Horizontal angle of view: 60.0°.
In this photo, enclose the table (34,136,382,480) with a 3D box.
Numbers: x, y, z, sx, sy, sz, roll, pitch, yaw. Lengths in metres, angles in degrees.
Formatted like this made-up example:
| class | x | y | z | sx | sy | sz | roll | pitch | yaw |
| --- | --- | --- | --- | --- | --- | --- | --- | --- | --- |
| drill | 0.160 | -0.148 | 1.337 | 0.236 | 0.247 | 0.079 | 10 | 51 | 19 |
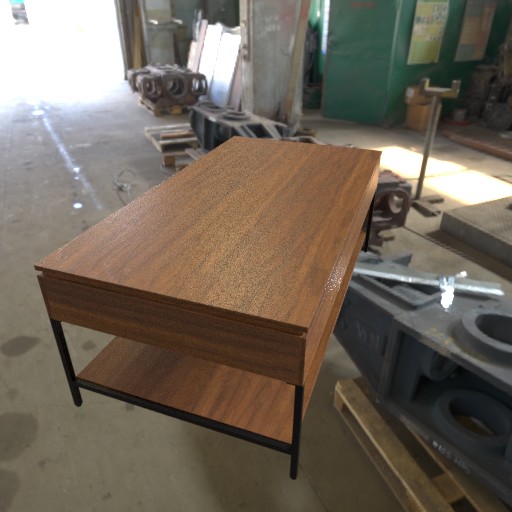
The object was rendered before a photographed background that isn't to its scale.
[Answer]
| class | x | y | z | sx | sy | sz | roll | pitch | yaw |
| --- | --- | --- | --- | --- | --- | --- | --- | --- | --- |
| table | 0.000 | 0.000 | 1.348 | 0.574 | 0.414 | 1.057 | 10 | 32 | 18 |
